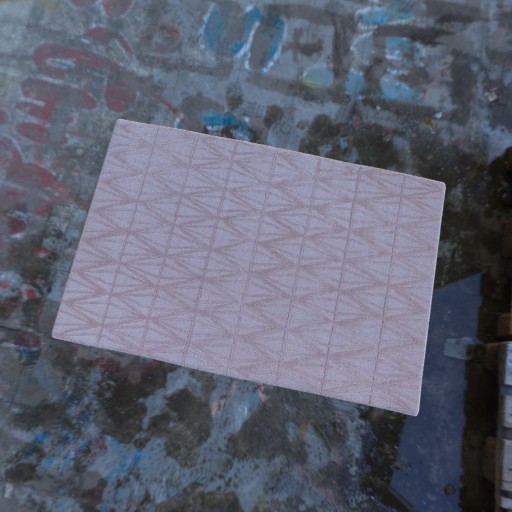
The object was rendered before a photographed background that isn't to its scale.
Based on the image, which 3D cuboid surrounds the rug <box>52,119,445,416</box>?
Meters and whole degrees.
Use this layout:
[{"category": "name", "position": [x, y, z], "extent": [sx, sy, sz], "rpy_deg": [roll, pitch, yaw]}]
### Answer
[{"category": "rug", "position": [0.000, 0.000, 2.291], "extent": [1.837, 0.025, 1.230], "rpy_deg": [12, 77, 3]}]
